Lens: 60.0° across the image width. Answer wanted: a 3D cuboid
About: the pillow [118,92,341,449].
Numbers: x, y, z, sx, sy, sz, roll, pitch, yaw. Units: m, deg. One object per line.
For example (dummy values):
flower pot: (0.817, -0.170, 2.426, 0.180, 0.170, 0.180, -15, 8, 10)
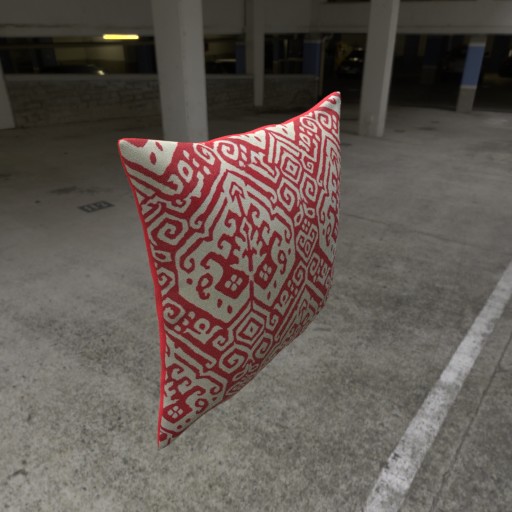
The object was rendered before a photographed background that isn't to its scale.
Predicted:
pillow: (0.000, 0.000, 0.794, 0.192, 0.507, 0.522, 19, 33, 33)
